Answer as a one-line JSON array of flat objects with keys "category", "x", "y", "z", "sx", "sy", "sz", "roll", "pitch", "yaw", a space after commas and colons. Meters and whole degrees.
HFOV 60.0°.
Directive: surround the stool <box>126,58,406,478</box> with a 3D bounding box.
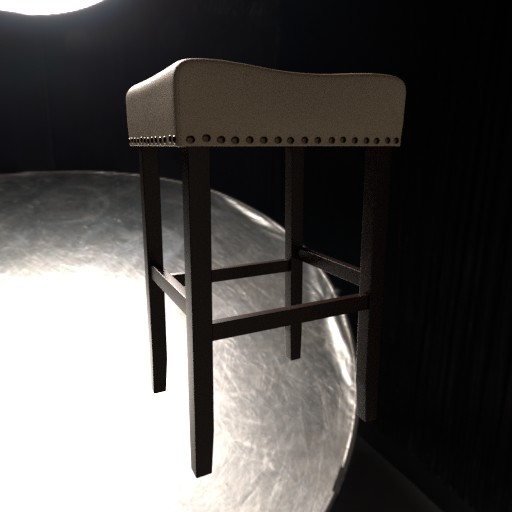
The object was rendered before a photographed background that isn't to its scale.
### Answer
[{"category": "stool", "x": 0.000, "y": 0.000, "z": 1.022, "sx": 0.471, "sy": 0.762, "sz": 0.401, "roll": -7, "pitch": 16, "yaw": -26}]
